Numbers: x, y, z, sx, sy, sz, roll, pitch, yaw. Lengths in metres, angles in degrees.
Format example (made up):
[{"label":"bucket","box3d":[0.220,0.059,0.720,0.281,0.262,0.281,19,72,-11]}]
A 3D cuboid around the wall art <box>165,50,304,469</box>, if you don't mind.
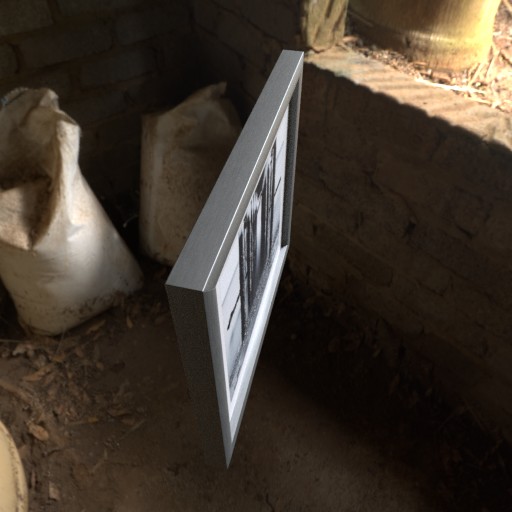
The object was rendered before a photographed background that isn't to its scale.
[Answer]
[{"label":"wall art","box3d":[0.000,0.000,0.527,0.028,0.330,0.380,10,47,9]}]
